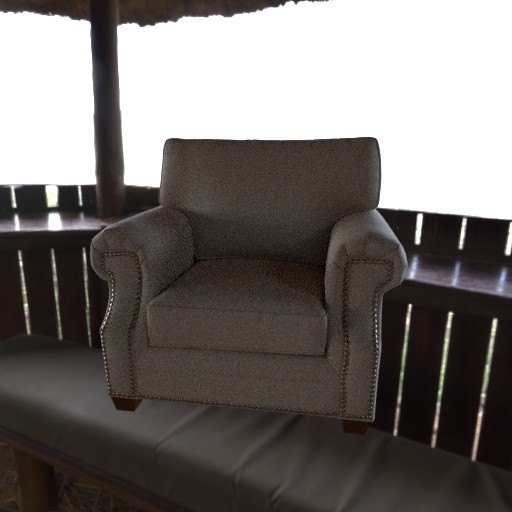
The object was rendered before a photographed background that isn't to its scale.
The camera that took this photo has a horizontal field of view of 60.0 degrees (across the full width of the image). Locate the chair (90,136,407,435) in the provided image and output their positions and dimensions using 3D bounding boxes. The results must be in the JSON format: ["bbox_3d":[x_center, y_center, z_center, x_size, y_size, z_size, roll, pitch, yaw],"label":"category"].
[{"bbox_3d":[0.000,0.000,1.835,1.092,0.961,0.965,2,14,9],"label":"chair"}]
